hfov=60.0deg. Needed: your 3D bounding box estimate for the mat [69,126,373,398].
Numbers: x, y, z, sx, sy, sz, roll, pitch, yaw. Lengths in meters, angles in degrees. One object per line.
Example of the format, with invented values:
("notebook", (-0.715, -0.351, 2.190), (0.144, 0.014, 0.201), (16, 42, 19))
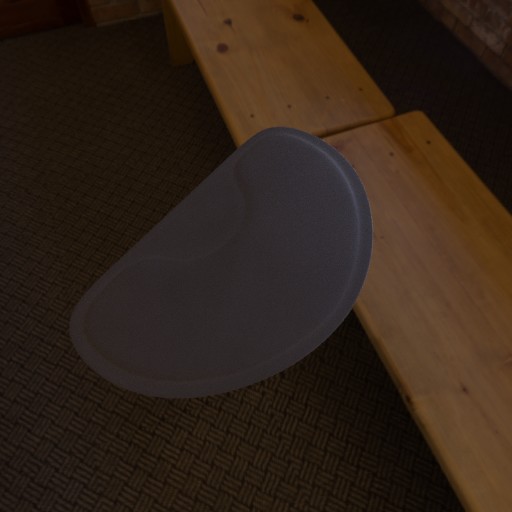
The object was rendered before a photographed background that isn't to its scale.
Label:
("mat", (0.000, 0.000, 1.909), (0.913, 0.013, 1.524), (33, 64, 18))
